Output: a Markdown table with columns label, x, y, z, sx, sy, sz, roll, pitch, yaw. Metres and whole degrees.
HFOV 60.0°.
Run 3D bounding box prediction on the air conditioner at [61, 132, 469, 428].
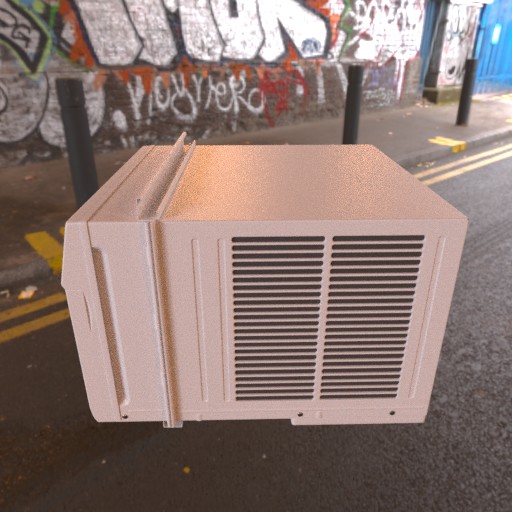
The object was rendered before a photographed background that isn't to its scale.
| label | x | y | z | sx | sy | sz | roll | pitch | yaw |
| --- | --- | --- | --- | --- | --- | --- | --- | --- | --- |
| air conditioner | 0.000 | 0.000 | 0.855 | 0.546 | 0.388 | 0.503 | -1 | 25 | -1 |
